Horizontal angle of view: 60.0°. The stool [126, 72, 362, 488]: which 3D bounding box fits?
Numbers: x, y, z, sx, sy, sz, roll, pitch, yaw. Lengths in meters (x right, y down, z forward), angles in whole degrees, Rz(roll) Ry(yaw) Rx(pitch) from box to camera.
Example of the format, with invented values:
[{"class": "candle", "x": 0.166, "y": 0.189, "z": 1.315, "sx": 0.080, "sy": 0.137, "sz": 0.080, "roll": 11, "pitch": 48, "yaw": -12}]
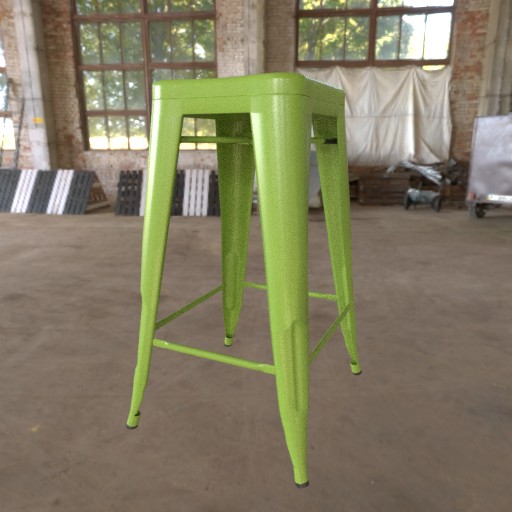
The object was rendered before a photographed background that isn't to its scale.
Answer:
[{"class": "stool", "x": 0.000, "y": 0.000, "z": 0.844, "sx": 0.358, "sy": 0.609, "sz": 0.398, "roll": 7, "pitch": 16, "yaw": 25}]
